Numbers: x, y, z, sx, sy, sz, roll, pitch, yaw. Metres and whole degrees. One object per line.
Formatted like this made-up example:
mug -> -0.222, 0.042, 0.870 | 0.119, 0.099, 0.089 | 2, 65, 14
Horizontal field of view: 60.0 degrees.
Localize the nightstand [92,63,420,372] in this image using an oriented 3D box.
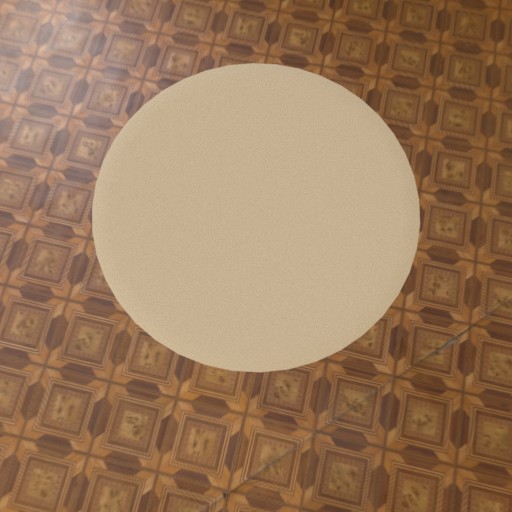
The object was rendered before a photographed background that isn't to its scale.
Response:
nightstand -> 0.000, 0.000, 1.010 | 0.513, 0.653, 0.513 | -19, 76, -5
